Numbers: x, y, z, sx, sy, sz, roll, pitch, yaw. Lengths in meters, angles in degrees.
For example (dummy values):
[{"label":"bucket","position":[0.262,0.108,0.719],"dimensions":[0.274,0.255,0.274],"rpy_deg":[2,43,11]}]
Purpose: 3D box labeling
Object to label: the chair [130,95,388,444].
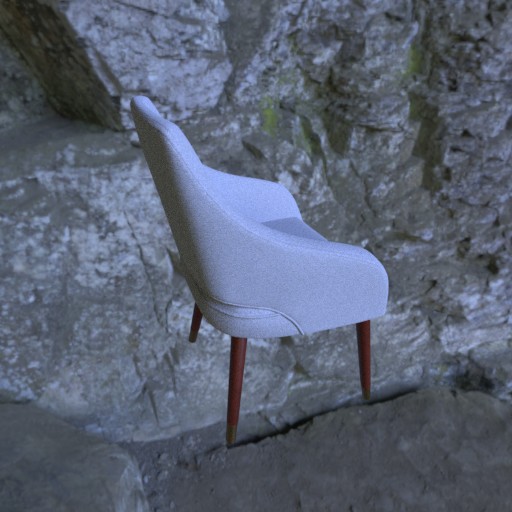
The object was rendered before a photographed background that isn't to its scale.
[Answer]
[{"label":"chair","position":[0.000,0.000,1.308],"dimensions":[0.600,0.889,0.609],"rpy_deg":[-10,29,-18]}]
